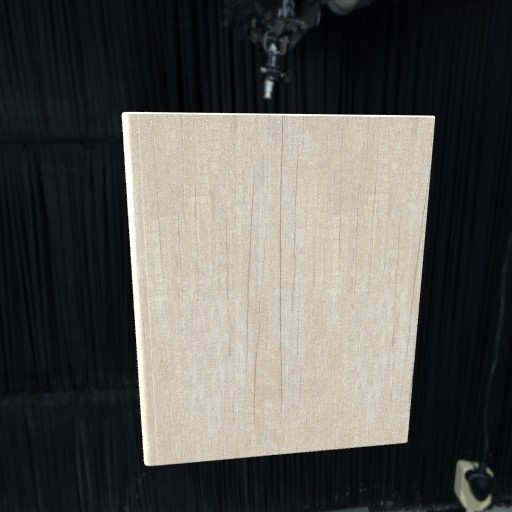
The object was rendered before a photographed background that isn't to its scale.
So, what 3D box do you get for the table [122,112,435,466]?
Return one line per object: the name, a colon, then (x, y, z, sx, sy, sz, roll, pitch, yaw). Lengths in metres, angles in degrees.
table: (0.000, 0.000, 0.913, 0.420, 0.510, 0.570, -2, 13, -8)
